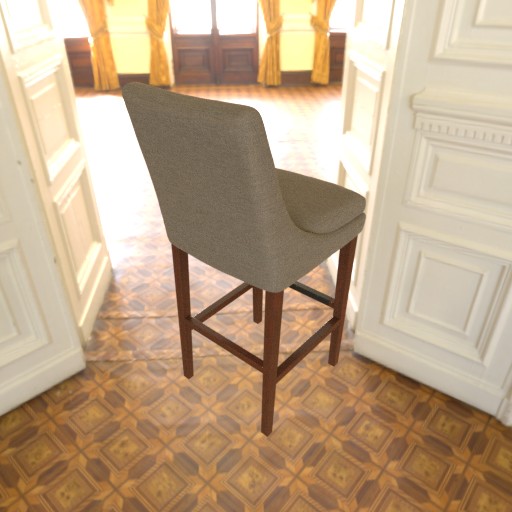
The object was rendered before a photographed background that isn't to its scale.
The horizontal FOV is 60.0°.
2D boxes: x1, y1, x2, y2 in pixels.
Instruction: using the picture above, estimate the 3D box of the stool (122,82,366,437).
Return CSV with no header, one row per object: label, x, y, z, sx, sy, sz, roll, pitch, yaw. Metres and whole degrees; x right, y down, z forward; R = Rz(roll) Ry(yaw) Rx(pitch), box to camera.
stool,0.000,0.000,1.416,0.470,1.078,0.577,24,40,33
